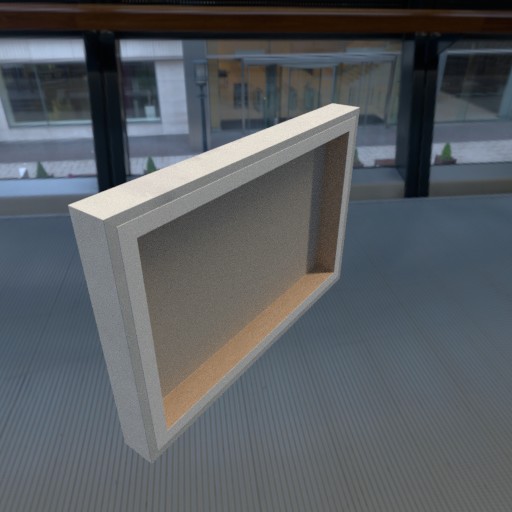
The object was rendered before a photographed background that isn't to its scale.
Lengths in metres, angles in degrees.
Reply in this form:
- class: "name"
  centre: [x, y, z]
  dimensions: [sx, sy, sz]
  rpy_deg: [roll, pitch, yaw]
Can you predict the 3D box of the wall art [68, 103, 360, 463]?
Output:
- class: "wall art"
  centre: [0.000, 0.000, 0.489]
  dimensions: [0.038, 0.254, 0.381]
  rpy_deg: [21, 37, 30]
